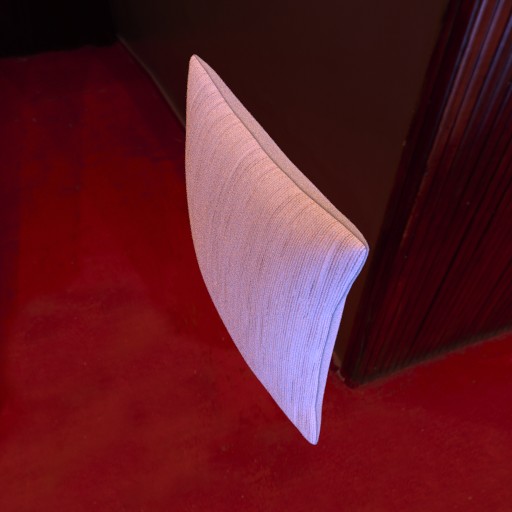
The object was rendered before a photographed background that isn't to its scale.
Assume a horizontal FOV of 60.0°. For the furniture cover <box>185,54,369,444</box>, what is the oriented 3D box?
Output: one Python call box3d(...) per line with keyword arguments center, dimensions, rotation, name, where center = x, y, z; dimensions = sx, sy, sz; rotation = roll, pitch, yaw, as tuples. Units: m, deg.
box3d(center=(0.000, 0.000, 0.774), dimensions=(0.178, 0.506, 0.512), rotation=(-19, 50, -17), name="furniture cover")
